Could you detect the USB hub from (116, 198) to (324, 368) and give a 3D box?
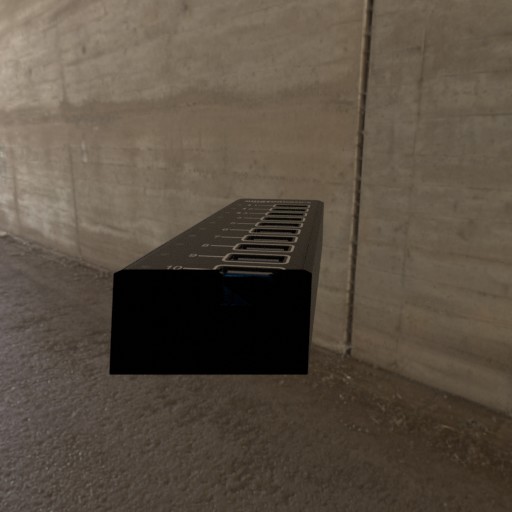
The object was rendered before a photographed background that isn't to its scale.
[{"bbox_3d":[0.000,0.000,0.158,0.044,0.023,0.145,2,15,9],"label":"USB hub"}]
